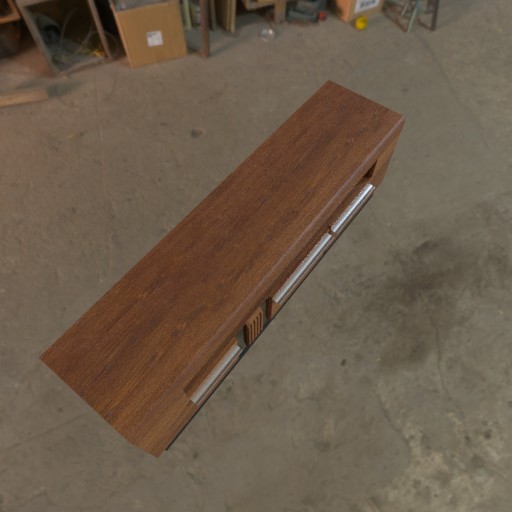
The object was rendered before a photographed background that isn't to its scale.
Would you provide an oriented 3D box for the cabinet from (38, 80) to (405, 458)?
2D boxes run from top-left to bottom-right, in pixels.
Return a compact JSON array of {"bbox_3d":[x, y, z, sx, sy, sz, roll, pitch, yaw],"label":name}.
[{"bbox_3d":[0.000,0.000,1.810,0.419,0.510,1.600,34,65,18],"label":"cabinet"}]
